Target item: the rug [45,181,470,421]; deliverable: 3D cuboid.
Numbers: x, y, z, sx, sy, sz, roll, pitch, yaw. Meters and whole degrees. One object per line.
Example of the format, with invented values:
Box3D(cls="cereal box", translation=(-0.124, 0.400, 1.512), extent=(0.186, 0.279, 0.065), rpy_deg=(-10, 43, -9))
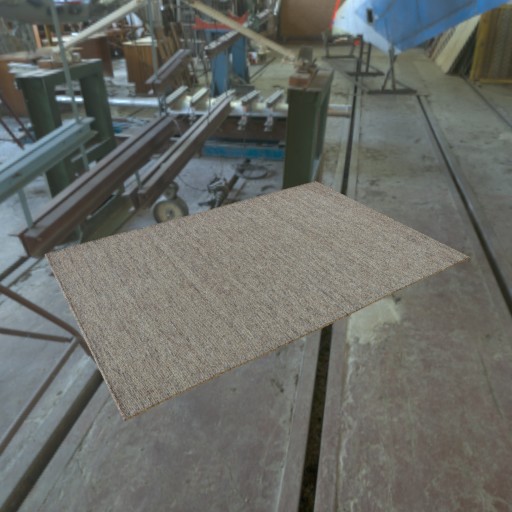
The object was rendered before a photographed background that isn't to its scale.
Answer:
Box3D(cls="rug", translation=(0.000, 0.000, 2.870), extent=(2.283, 0.013, 1.547), rpy_deg=(-19, 36, -28))
